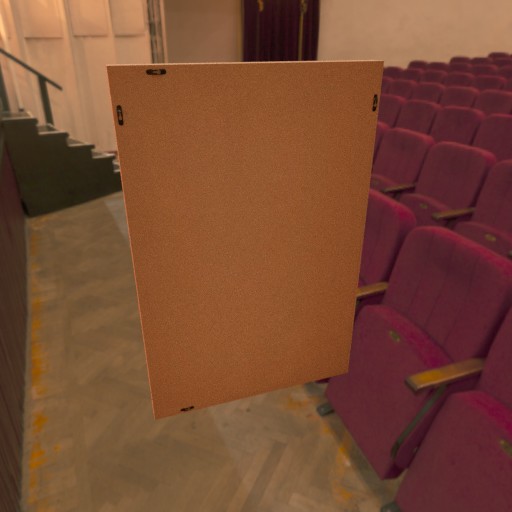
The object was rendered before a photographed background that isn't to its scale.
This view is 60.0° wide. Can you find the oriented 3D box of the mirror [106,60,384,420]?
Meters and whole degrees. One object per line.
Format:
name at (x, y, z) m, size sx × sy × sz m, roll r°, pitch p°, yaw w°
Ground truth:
mirror at (0.000, 0.000, 1.142) m, size 0.609 × 0.915 × 0.041 m, roll -9°, pitch 28°, yaw -17°
